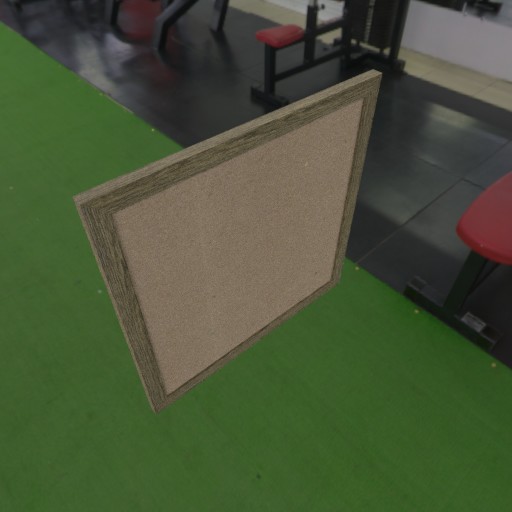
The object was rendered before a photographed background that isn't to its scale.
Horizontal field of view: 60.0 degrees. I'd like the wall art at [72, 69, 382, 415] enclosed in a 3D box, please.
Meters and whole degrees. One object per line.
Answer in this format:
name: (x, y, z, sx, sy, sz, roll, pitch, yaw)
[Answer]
wall art: (0.000, 0.000, 0.774, 0.508, 0.508, 0.019, -31, 53, -27)
